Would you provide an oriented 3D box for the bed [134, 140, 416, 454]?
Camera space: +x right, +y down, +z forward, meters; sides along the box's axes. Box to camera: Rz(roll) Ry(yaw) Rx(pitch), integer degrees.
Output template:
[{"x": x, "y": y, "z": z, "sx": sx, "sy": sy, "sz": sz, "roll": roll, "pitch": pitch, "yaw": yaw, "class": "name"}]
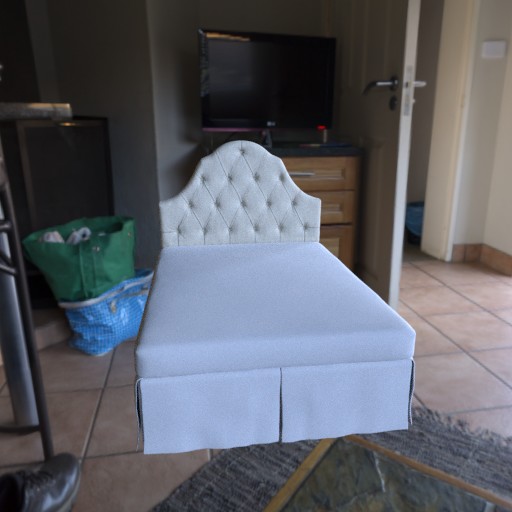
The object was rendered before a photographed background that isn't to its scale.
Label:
[{"x": 0.000, "y": 0.000, "z": 3.244, "sx": 1.627, "sy": 1.575, "sz": 2.092, "roll": -2, "pitch": 16, "yaw": -8, "class": "bed"}]
